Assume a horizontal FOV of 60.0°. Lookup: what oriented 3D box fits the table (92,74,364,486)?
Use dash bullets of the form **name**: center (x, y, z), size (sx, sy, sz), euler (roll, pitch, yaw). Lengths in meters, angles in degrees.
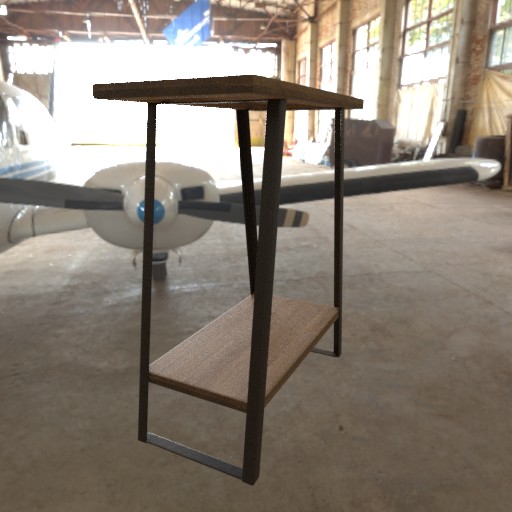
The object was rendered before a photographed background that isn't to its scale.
- **table**: center (0.000, 0.000, 1.012), size (0.300, 0.701, 0.599), euler (8, 18, 26)
